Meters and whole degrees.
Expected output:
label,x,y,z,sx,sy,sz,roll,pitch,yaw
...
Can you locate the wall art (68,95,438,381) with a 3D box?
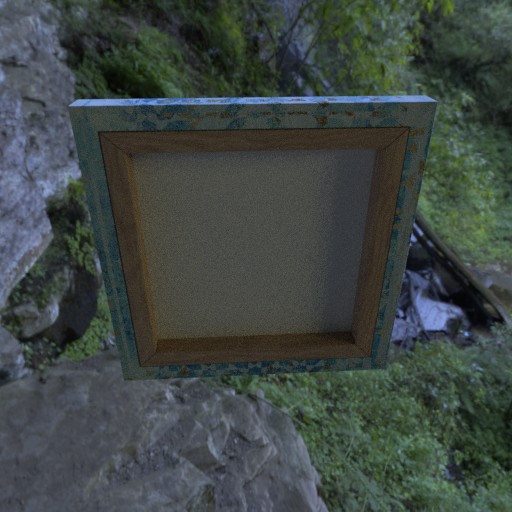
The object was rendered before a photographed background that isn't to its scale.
label,x,y,z,sx,sy,sz,roll,pitch,yaw
wall art,0.000,0.000,0.601,0.405,0.405,0.037,-2,30,-3
